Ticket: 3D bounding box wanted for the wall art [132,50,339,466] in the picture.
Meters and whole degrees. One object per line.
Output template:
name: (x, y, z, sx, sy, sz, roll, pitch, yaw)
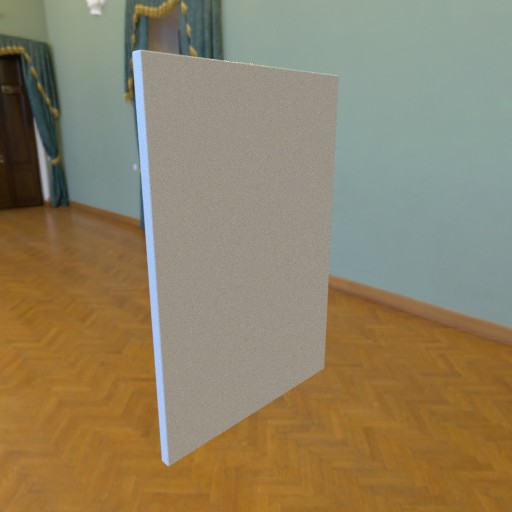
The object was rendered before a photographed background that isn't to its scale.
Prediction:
wall art: (0.000, 0.000, 1.024, 0.026, 0.813, 0.556, 16, 23, 42)
